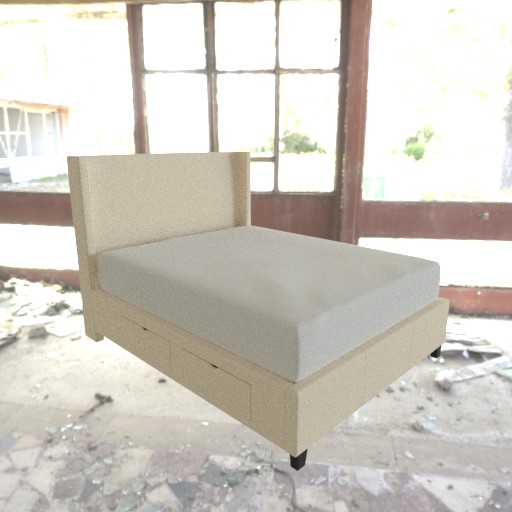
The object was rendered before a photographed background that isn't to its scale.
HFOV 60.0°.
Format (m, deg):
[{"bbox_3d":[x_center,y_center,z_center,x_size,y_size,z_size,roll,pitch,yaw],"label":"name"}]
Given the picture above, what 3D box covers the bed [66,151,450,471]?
[{"bbox_3d":[0.000,0.000,3.348,2.280,1.471,1.765,14,20,43],"label":"bed"}]
